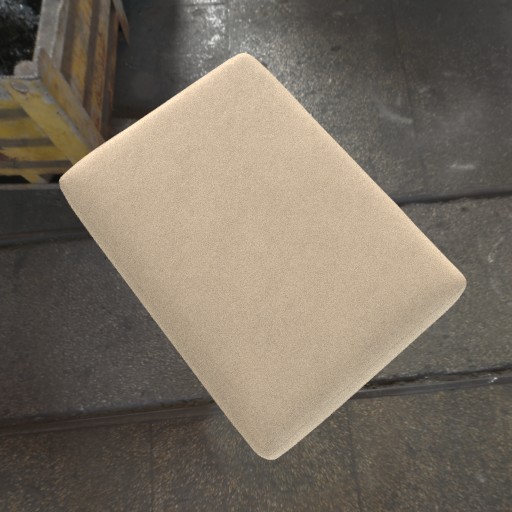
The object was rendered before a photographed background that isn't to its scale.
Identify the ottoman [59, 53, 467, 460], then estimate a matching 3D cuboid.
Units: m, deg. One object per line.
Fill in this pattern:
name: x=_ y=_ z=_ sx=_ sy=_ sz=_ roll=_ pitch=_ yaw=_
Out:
ottoman: x=0.000 y=0.000 z=1.144 sx=0.569 sy=0.504 sz=0.773 roll=-38 pitch=78 yaw=-10
